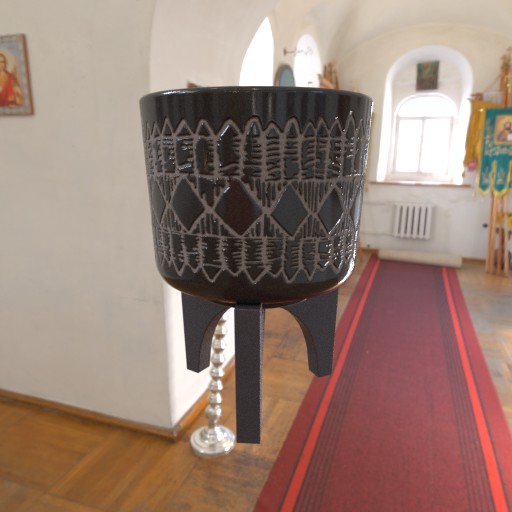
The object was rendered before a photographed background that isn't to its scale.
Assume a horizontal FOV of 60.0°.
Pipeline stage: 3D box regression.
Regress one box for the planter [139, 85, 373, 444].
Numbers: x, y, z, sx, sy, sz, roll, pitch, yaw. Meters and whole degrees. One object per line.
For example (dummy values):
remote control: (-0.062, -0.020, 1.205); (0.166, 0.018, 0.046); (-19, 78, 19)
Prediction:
planter: (0.000, 0.000, 0.532); (0.251, 0.355, 0.251); (-7, 15, -25)
